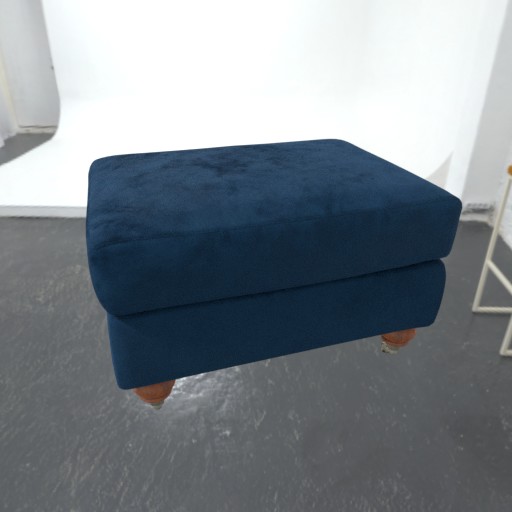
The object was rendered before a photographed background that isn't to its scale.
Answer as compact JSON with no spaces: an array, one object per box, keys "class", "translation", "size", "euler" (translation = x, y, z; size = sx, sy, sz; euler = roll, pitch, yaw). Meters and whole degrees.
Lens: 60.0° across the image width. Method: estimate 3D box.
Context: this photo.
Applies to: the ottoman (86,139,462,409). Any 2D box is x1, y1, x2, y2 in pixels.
[{"class":"ottoman","translation":[0.000,0.000,1.146],"size":[0.773,0.503,0.572],"euler":[-8,29,-16]}]
